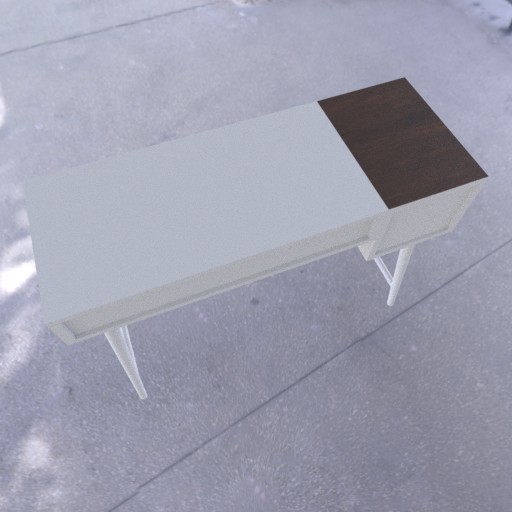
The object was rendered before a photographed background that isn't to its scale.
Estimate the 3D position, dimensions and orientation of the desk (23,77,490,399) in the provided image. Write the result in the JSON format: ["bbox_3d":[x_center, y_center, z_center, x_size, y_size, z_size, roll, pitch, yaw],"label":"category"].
[{"bbox_3d":[0.000,0.000,1.413,1.069,0.761,0.409,-18,61,-11],"label":"desk"}]
